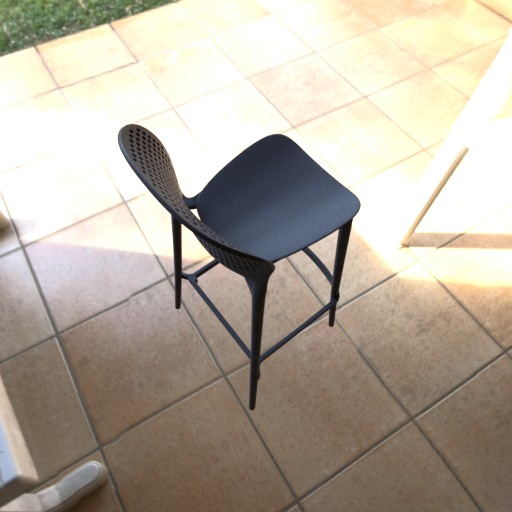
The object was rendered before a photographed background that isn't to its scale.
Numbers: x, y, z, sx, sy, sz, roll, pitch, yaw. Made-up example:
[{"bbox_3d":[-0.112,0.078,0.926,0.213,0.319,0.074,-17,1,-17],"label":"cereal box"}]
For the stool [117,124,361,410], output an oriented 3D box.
[{"bbox_3d":[0.000,0.000,1.370,0.535,1.045,0.536,-33,64,-19],"label":"stool"}]
